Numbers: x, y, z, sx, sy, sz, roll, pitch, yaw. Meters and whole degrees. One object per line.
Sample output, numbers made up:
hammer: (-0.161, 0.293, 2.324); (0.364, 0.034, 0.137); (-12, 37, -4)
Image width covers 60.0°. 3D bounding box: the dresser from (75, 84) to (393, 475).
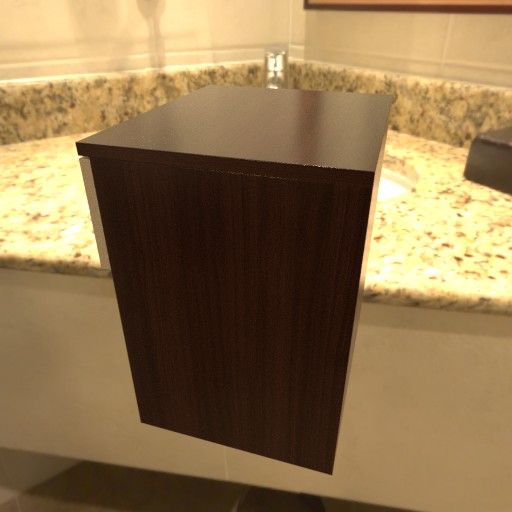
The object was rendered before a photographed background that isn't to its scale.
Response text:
dresser: (0.000, 0.000, 0.748); (0.360, 0.470, 0.400); (9, 31, 15)
